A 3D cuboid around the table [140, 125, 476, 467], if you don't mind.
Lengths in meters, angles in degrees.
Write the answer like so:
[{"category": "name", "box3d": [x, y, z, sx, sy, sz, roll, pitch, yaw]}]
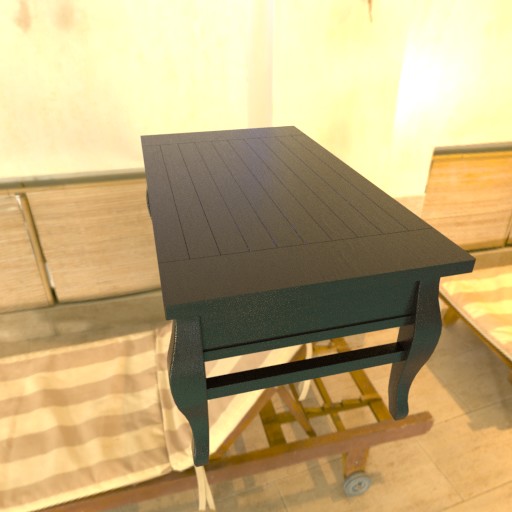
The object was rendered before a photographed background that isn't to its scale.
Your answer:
[{"category": "table", "box3d": [0.000, 0.000, 1.341, 0.600, 0.494, 1.062, -7, 31, -13]}]
